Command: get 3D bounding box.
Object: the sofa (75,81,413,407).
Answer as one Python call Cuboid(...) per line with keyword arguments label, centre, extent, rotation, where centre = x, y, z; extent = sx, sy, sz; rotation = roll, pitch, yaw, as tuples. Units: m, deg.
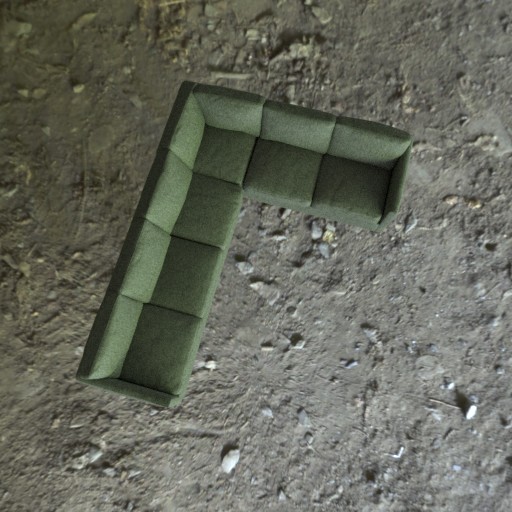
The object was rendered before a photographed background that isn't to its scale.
Cuboid(label="sofa", centre=(0.000, 0.000, 4.559), extent=(2.593, 0.947, 3.302), rotation=(15, 76, 4))
